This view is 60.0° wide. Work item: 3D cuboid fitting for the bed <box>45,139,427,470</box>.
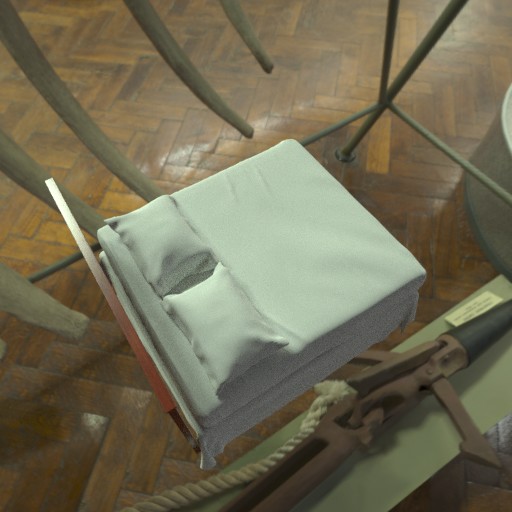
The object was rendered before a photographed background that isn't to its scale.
[{"bbox_3d":[0.000,0.000,3.182,2.050,1.270,1.870,-29,62,-17],"label":"bed"}]
